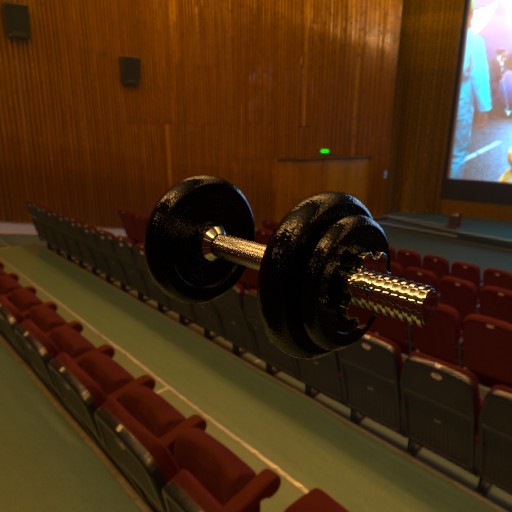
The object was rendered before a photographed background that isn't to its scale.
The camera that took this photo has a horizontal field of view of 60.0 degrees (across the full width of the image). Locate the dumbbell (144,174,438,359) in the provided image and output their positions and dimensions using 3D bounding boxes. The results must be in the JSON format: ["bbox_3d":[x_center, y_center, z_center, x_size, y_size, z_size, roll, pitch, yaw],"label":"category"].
[{"bbox_3d":[0.000,0.000,0.607,0.202,0.202,0.497,-15,22,-41],"label":"dumbbell"}]
